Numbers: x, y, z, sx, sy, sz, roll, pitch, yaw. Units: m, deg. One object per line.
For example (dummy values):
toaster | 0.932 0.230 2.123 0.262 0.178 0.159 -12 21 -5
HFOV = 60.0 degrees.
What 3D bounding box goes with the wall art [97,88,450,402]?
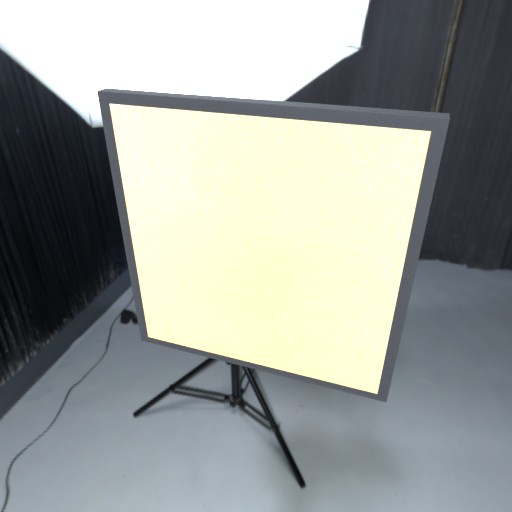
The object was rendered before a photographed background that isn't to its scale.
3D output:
wall art | 0.000 0.000 1.127 0.762 0.760 0.037 10 33 16
